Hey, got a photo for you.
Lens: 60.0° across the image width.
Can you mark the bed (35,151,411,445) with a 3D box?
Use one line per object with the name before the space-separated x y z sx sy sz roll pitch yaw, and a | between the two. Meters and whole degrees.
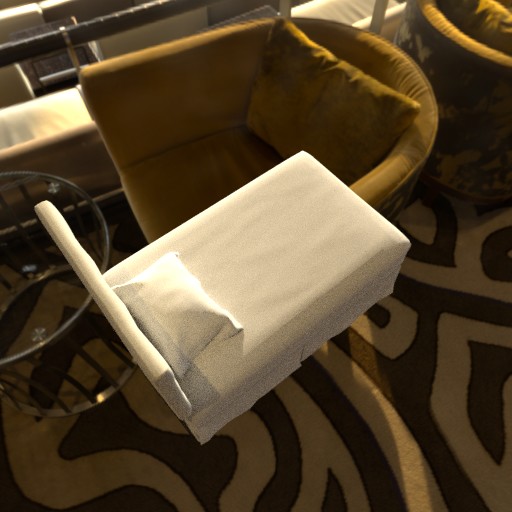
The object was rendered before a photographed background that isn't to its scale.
bed | 0.000 0.000 2.979 1.997 1.571 1.261 -35 65 -19
